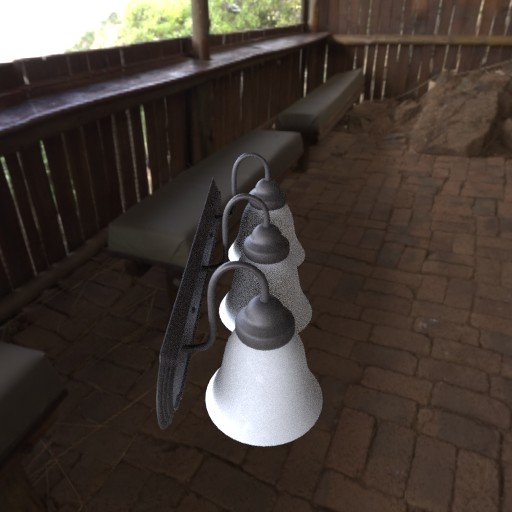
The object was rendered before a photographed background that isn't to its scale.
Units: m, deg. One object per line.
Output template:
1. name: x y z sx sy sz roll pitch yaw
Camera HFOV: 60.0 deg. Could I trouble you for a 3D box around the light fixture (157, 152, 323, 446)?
1. light fixture: 0.000 0.000 0.733 0.199 0.222 0.610 1 32 1
